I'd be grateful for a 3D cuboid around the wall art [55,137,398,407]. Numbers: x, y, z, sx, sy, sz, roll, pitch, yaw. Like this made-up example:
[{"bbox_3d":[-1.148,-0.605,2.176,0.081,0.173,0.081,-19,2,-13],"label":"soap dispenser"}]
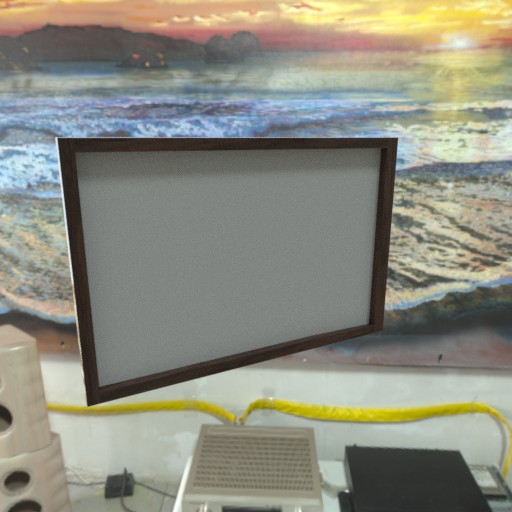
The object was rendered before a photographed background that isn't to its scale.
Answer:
[{"bbox_3d":[0.000,0.000,1.471,1.138,0.761,0.051,-8,17,-27],"label":"wall art"}]
